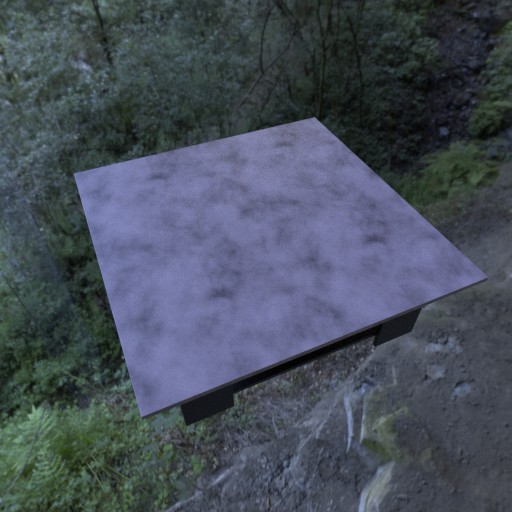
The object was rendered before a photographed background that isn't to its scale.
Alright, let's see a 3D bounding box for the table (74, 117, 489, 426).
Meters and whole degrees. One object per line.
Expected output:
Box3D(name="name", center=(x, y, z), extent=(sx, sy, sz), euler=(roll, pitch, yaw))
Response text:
Box3D(name="table", center=(0.000, 0.000, 1.385), extent=(0.890, 0.305, 0.890), euler=(-18, 48, -17))
